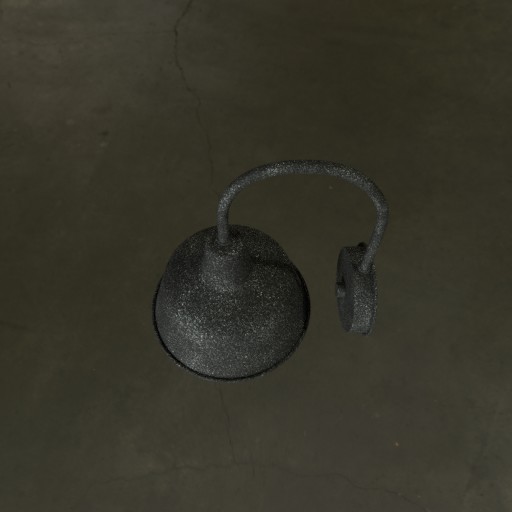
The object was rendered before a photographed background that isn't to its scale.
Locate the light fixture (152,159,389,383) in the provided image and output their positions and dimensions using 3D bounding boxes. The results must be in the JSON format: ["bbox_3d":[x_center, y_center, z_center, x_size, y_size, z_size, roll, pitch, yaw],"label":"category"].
[{"bbox_3d":[0.000,0.000,0.501,0.283,0.300,0.216,-1,58,-1],"label":"light fixture"}]
